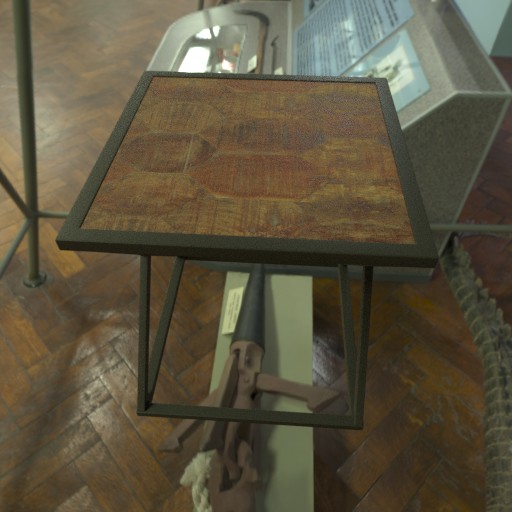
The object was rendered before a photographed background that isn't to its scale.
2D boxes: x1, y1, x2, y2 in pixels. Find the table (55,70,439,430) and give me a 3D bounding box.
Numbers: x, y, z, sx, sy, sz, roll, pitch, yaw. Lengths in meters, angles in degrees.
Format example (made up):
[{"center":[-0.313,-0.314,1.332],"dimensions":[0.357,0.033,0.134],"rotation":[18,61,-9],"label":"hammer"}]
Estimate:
[{"center":[0.000,0.000,0.949],"dimensions":[0.500,0.565,0.500],"rotation":[3,47,3],"label":"table"}]
